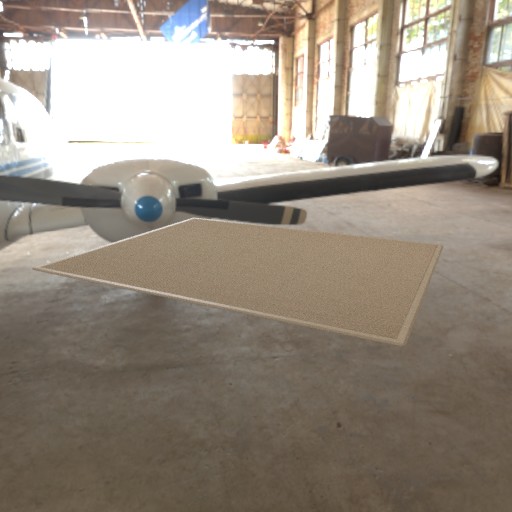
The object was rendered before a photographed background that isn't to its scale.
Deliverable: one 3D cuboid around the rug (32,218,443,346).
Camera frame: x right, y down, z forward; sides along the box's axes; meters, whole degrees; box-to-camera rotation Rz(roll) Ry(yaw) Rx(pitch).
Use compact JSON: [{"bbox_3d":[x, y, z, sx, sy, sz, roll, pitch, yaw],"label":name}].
[{"bbox_3d":[0.000,0.000,4.121,3.051,0.020,2.407,8,18,26],"label":"rug"}]
